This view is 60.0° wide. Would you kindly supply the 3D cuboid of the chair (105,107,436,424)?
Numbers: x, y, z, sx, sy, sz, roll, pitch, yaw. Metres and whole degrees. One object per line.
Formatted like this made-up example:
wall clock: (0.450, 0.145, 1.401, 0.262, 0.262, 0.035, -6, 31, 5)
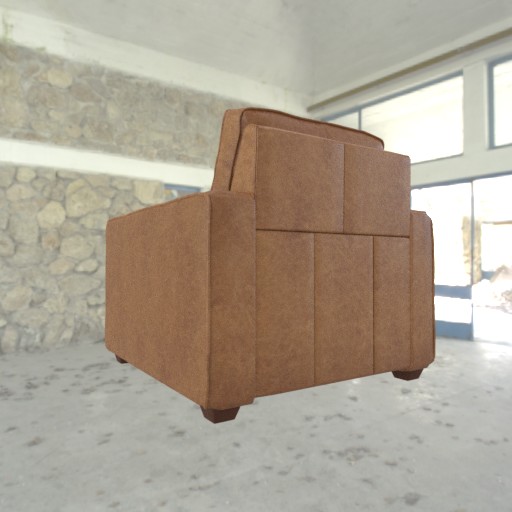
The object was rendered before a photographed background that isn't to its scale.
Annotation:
chair: (0.000, 0.000, 1.769, 0.987, 0.901, 1.027, 1, -1, -36)
